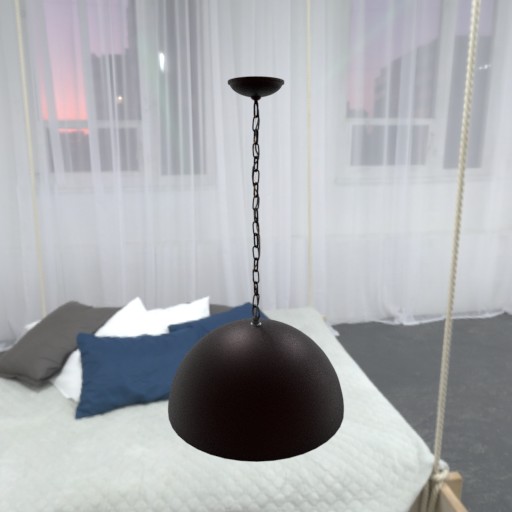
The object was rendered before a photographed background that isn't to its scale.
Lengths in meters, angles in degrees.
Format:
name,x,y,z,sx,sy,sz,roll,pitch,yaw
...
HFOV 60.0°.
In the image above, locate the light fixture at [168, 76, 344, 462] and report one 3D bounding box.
name,x,y,z,sx,sy,sz,roll,pitch,yaw
light fixture,0.000,0.000,1.171,0.492,0.869,0.492,-6,13,-27
